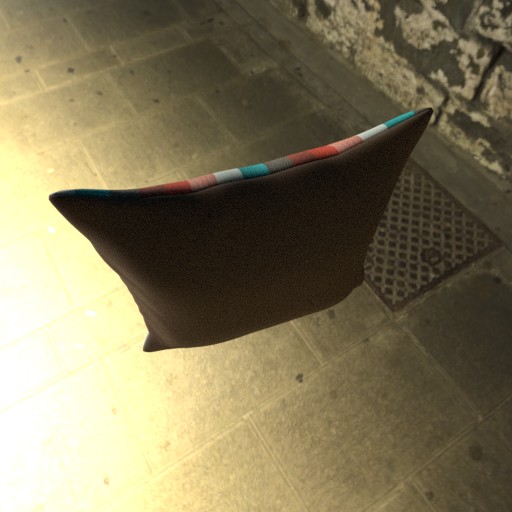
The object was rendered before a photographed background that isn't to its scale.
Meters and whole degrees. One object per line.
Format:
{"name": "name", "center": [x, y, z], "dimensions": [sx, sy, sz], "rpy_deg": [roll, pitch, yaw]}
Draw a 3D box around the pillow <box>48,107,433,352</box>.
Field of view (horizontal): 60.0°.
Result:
{"name": "pillow", "center": [0.000, 0.000, 0.682], "dimensions": [0.453, 0.443, 0.168], "rpy_deg": [-15, 59, -10]}
